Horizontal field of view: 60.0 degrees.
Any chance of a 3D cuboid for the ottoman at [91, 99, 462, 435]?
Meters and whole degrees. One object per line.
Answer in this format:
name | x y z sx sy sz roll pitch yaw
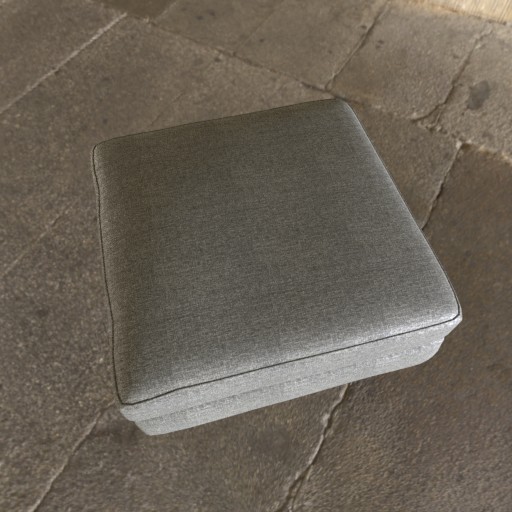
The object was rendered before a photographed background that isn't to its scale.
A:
ottoman | 0.000 0.000 1.341 0.838 0.481 0.838 -13 59 -8
